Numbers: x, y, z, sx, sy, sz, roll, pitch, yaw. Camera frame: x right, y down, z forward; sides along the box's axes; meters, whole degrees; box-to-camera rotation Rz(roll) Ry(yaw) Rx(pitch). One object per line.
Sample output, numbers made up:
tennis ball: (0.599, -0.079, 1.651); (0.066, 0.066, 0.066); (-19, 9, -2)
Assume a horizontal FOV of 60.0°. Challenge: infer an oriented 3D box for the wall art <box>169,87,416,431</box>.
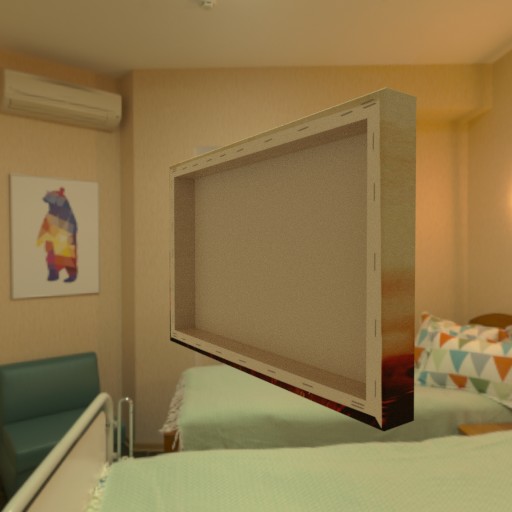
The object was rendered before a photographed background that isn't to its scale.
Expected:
wall art: (0.000, 0.000, 0.490); (0.037, 0.251, 0.383); (-1, 1, -35)
